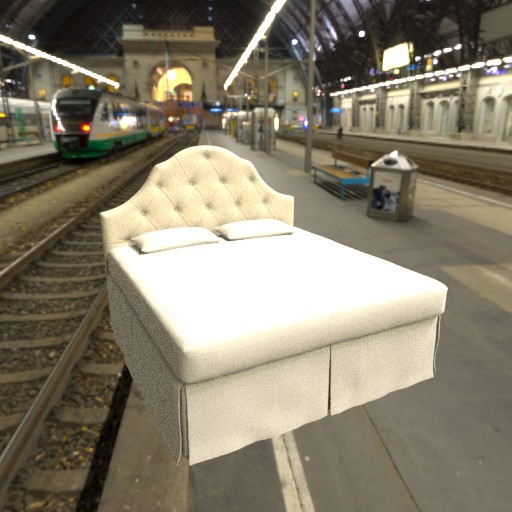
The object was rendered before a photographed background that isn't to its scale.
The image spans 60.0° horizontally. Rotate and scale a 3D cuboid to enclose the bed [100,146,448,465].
[{"bbox_3d":[0.000,0.000,3.407,2.012,1.555,2.086,-9,19,-26],"label":"bed"}]
